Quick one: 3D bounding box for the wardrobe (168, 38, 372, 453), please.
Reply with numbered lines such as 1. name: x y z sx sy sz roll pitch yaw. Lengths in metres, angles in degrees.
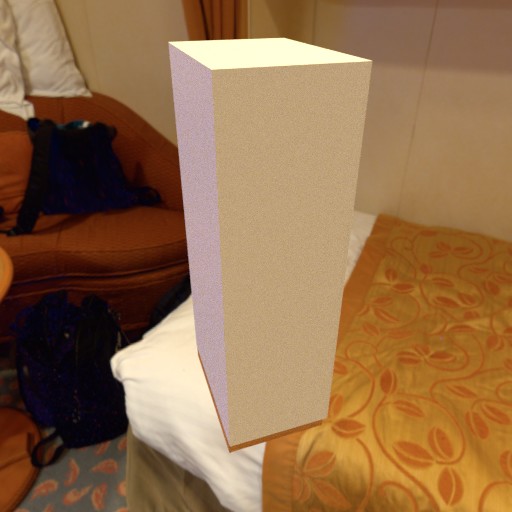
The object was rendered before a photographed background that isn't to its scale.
1. wardrobe: 0.000 0.000 2.406 0.600 2.040 0.860 -10 33 -16
